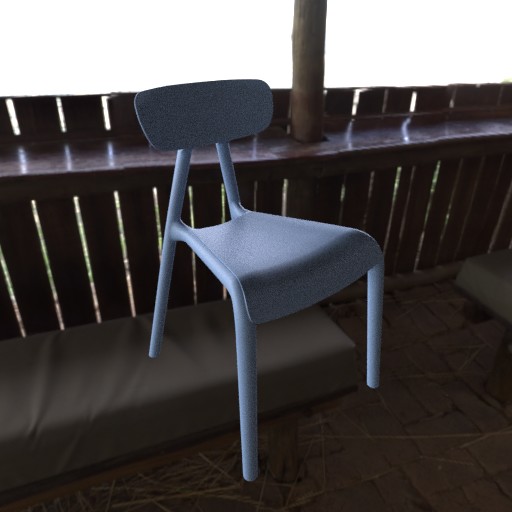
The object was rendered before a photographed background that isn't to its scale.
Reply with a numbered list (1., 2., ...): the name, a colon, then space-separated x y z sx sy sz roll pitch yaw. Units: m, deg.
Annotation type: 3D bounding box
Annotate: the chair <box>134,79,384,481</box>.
1. chair: 0.000 0.000 0.836 0.356 0.580 0.401 -21 35 -34
